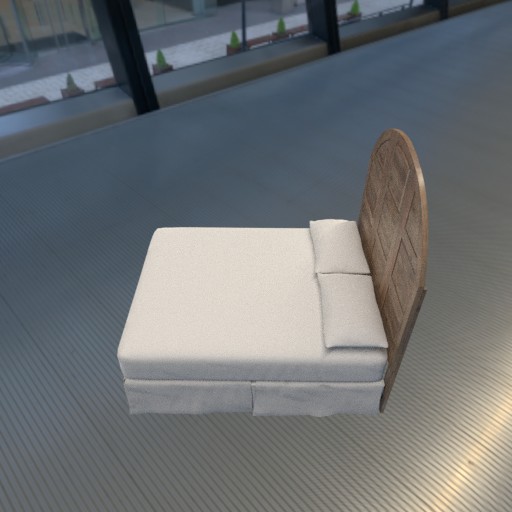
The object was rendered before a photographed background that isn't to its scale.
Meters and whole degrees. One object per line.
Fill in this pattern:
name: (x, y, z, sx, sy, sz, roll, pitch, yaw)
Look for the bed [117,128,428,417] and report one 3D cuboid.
bed: (0.000, 0.000, 3.588, 2.112, 2.002, 1.713, 1, 41, 1)
